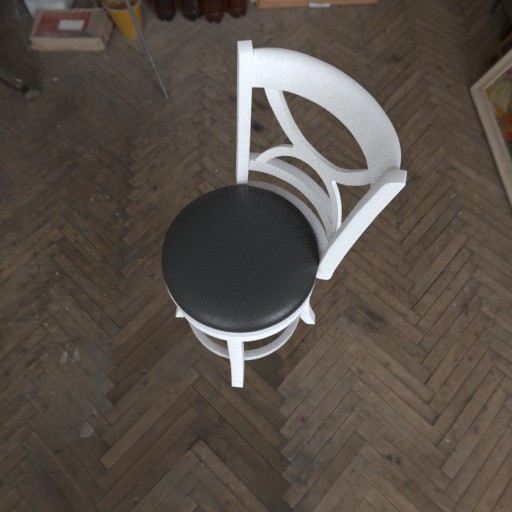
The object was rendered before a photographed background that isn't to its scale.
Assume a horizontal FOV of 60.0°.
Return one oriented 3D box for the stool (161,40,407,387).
[{"bbox_3d":[0.000,0.000,1.216,0.508,0.953,0.444,-38,72,-15],"label":"stool"}]
